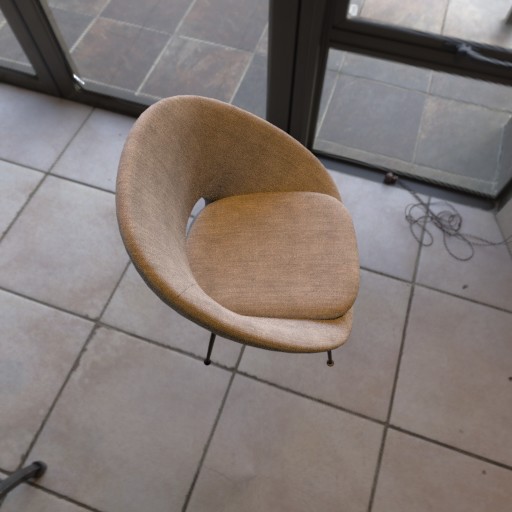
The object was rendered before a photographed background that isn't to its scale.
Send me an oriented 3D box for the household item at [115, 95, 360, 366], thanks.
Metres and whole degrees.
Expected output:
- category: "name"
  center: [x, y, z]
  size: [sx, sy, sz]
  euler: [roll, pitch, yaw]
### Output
- category: "household item"
  center: [0.000, 0.000, 1.294]
  size: [0.587, 0.869, 0.643]
  euler: [0, 64, 0]
